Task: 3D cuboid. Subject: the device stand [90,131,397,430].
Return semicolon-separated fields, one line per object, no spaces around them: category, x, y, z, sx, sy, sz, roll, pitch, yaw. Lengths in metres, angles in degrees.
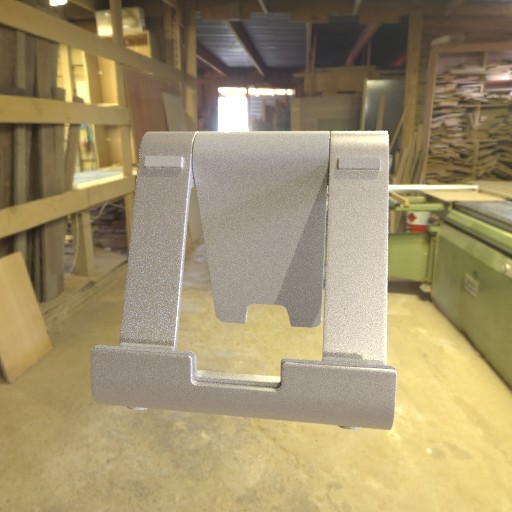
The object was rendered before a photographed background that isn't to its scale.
device stand;0.000;0.000;0.153;0.086;0.084;0.079;2;15;8
